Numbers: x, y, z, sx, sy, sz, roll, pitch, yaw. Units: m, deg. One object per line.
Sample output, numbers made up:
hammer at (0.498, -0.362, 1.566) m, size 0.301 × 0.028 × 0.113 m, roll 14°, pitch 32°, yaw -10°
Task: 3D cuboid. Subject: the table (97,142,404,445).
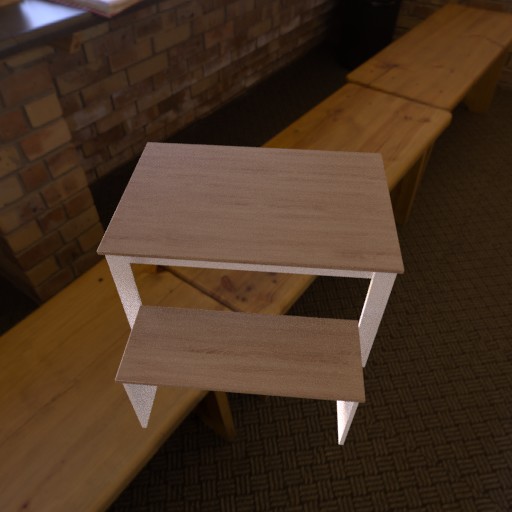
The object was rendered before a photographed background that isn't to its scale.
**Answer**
table at (0.000, 0.000, 2.077) m, size 1.100 × 0.700 × 1.443 m, roll 4°, pitch 46°, yaw 3°
